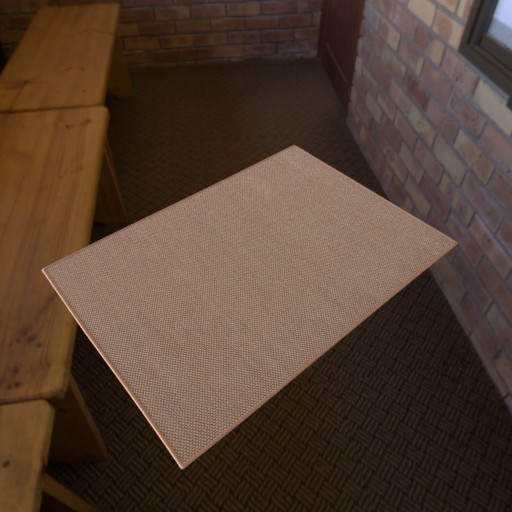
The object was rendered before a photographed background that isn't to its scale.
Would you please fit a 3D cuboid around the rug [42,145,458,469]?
[{"bbox_3d":[0.000,0.000,2.769,2.134,0.013,1.524,-32,54,-27],"label":"rug"}]
